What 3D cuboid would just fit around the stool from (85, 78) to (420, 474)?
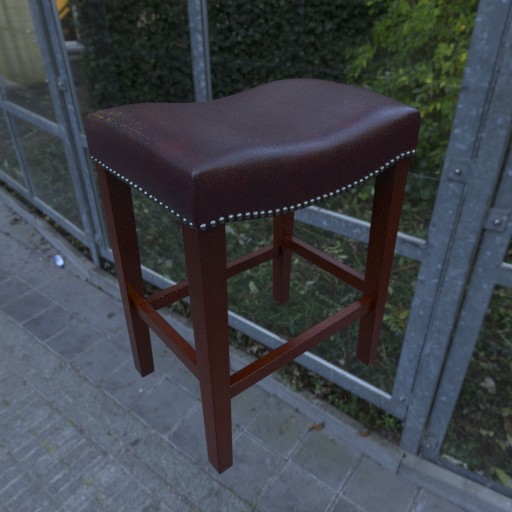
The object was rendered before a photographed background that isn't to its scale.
[{"bbox_3d":[0.000,0.000,0.953,0.504,0.657,0.372,-23,39,-33],"label":"stool"}]
